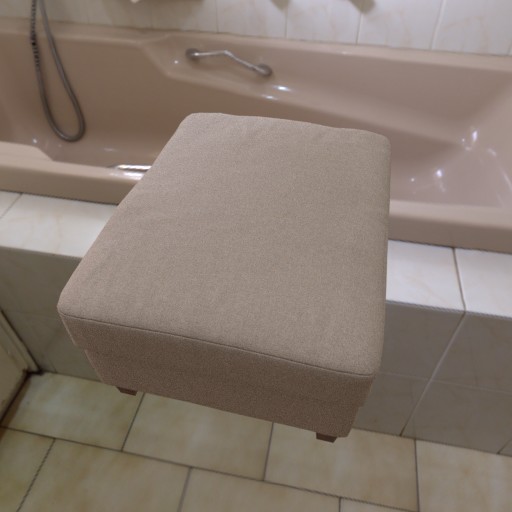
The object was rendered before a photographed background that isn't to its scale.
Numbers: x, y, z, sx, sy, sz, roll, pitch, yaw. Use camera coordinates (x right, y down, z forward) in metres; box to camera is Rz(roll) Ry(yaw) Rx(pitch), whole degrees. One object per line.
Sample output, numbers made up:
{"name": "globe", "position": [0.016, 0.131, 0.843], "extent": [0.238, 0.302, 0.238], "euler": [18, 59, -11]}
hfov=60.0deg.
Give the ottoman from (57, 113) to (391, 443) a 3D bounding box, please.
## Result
{"name": "ottoman", "position": [0.000, 0.000, 1.306], "extent": [0.692, 0.511, 0.902], "euler": [10, 46, 9]}
